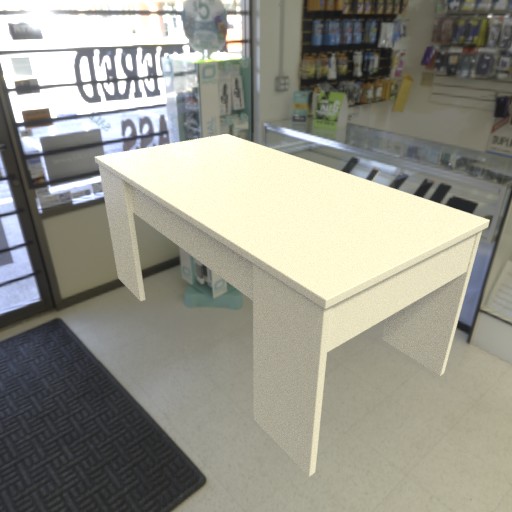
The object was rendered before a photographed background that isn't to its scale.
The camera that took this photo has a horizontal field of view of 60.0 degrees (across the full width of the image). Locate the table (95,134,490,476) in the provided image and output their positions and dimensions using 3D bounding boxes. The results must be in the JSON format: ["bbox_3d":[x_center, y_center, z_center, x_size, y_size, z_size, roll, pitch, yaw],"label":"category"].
[{"bbox_3d":[0.000,0.000,1.271,0.500,0.440,1.000,-20,34,-33],"label":"table"}]
